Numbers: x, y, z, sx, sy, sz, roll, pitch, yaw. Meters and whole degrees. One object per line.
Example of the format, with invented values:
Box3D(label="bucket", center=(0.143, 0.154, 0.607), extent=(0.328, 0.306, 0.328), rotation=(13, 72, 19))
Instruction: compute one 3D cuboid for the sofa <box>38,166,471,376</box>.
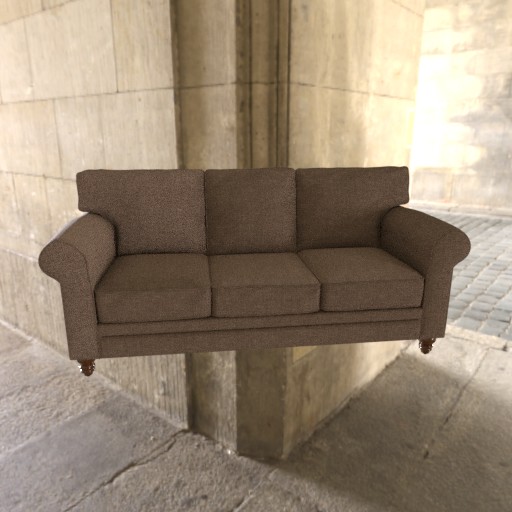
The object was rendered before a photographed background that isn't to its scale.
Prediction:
Box3D(label="sofa", center=(0.000, 0.000, 2.536), extent=(2.084, 0.961, 0.916), rotation=(-2, 16, -7))
